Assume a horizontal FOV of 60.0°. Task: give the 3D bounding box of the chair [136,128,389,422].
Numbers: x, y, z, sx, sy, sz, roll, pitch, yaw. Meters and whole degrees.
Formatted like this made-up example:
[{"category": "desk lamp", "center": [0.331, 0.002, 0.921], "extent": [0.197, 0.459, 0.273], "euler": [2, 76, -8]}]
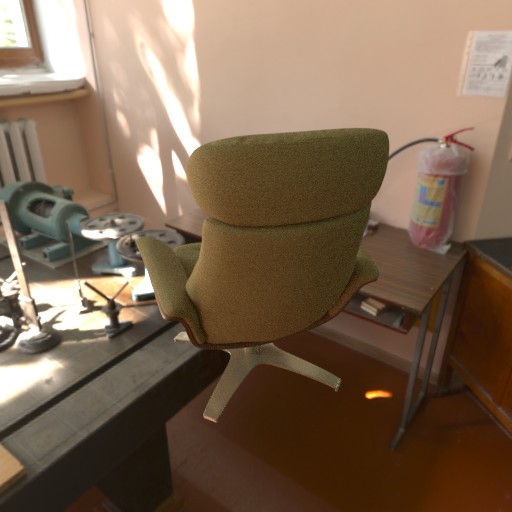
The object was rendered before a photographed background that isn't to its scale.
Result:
[{"category": "chair", "center": [0.000, 0.000, 1.574], "extent": [0.785, 0.995, 0.837], "euler": [-9, 28, -17]}]
